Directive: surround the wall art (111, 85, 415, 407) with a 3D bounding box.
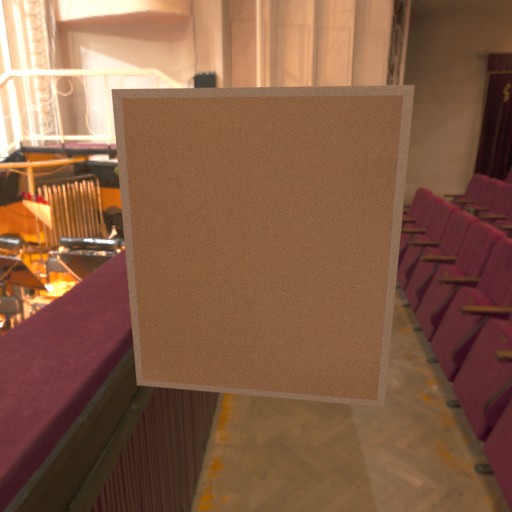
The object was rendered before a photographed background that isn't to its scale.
[{"bbox_3d":[0.000,0.000,0.781,0.482,0.557,0.012,2,16,8],"label":"wall art"}]
